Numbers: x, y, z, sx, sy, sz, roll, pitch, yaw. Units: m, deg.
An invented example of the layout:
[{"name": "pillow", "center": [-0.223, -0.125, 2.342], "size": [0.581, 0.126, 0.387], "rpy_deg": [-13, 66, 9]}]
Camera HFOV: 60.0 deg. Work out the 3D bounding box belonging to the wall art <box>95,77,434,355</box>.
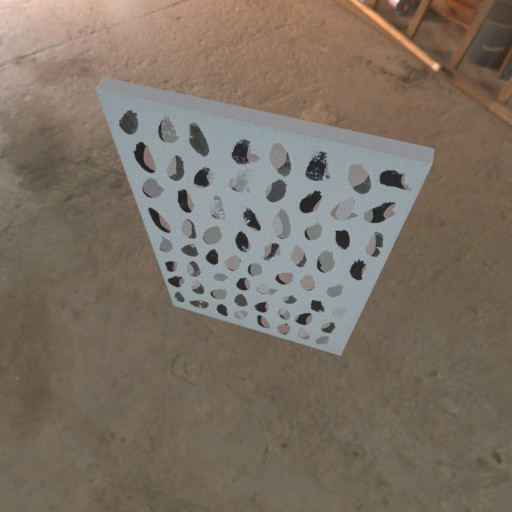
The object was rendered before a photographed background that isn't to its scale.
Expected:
[{"name": "wall art", "center": [0.000, 0.000, 1.162], "size": [0.610, 0.916, 0.037], "rpy_deg": [15, 59, 9]}]
